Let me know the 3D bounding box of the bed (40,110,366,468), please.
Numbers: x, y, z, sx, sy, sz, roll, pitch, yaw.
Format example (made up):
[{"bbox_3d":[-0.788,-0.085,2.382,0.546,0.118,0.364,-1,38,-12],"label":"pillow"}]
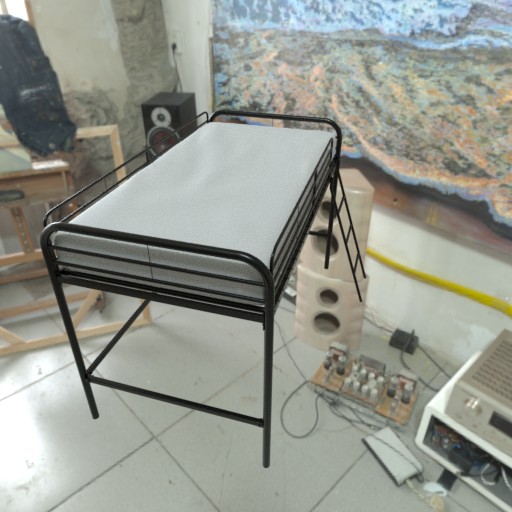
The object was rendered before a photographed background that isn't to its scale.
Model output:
[{"bbox_3d":[0.000,0.000,2.835,1.393,1.289,1.968,9,33,14],"label":"bed"}]
